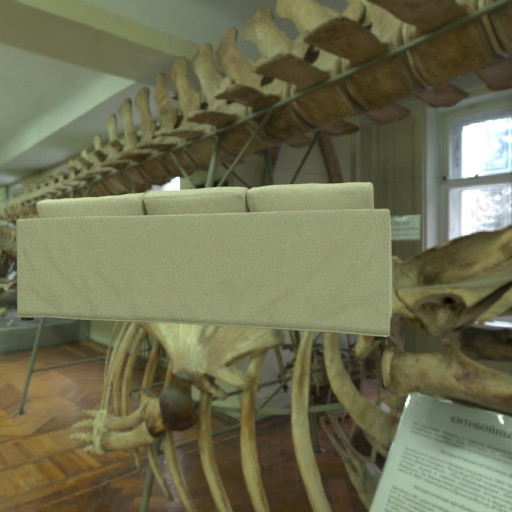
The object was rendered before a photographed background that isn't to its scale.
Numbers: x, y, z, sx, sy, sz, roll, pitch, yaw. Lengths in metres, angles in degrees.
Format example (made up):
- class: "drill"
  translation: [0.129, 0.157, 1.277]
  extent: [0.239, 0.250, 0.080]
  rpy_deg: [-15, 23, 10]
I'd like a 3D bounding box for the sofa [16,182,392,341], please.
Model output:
- class: "sofa"
  translation: [0.000, 0.000, 4.132]
  extent: [2.432, 0.871, 3.182]
  rpy_deg: [0, 0, 17]
